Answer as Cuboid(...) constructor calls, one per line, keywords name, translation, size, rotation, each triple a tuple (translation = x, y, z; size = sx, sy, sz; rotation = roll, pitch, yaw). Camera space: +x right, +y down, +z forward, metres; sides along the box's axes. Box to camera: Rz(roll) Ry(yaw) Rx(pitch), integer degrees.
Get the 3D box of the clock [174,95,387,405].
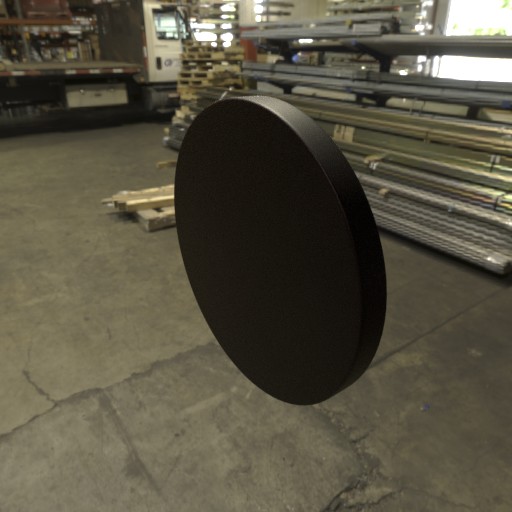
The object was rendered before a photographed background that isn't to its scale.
Cuboid(name="clock", translation=(0.000, 0.000, 0.462), size=(0.029, 0.314, 0.314), rotation=(-18, 32, -32))
